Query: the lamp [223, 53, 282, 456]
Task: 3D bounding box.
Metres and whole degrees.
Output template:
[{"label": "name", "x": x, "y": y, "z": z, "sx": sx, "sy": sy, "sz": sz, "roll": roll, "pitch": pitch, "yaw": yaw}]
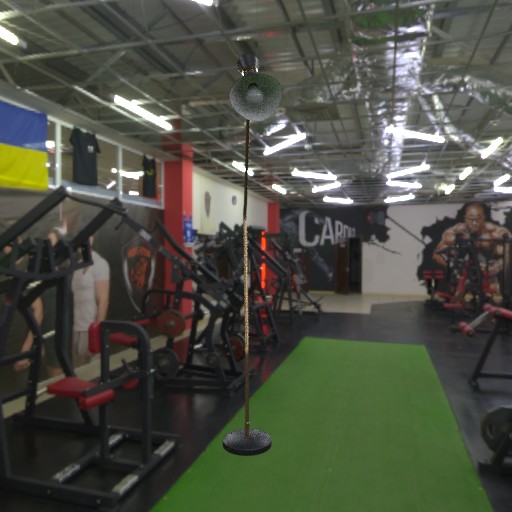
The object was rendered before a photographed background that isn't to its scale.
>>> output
[{"label": "lamp", "x": 0.000, "y": 0.000, "z": 1.631, "sx": 0.277, "sy": 1.438, "sz": 0.467, "roll": 0, "pitch": 1, "yaw": 19}]
